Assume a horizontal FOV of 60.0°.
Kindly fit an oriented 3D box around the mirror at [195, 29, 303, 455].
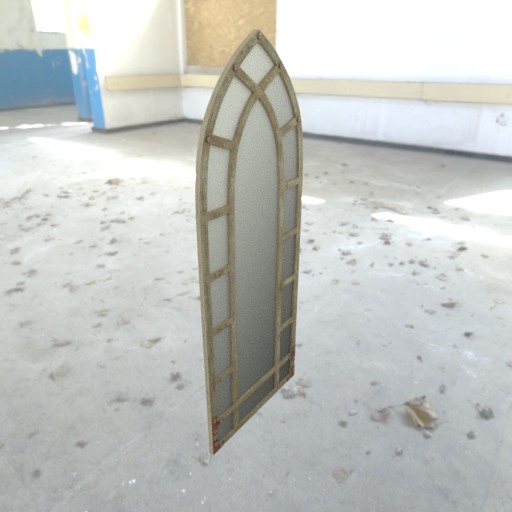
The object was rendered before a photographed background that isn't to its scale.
[{"bbox_3d":[0.000,0.000,1.290,0.025,1.175,0.464,18,30,33],"label":"mirror"}]
